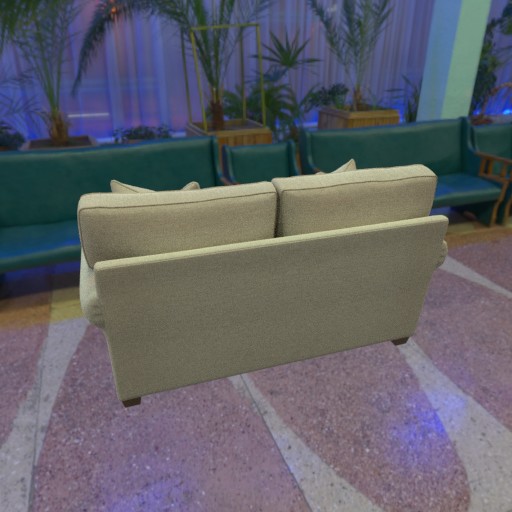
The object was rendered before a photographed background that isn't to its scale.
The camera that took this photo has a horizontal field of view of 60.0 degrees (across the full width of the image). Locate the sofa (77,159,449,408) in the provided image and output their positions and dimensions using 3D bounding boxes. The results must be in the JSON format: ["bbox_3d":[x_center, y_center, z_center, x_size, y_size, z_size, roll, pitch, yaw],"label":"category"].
[{"bbox_3d":[0.000,0.000,2.318,1.701,0.966,0.966,-8,28,-16],"label":"sofa"}]
